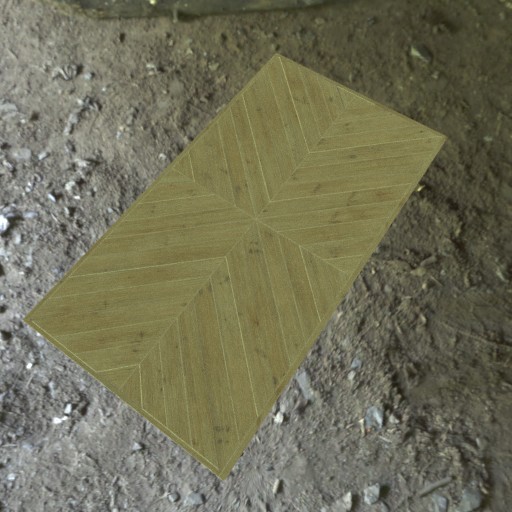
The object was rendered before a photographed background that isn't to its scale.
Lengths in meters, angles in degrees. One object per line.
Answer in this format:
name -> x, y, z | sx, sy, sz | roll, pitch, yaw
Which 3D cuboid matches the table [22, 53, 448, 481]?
table -> 0.000, 0.000, 2.285 | 0.991, 0.762, 1.803 | 32, 69, 14
